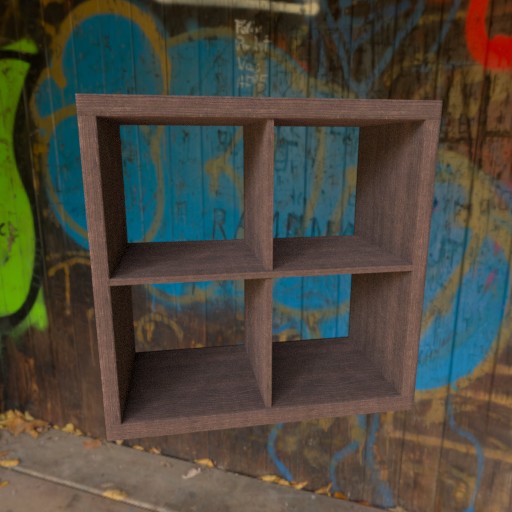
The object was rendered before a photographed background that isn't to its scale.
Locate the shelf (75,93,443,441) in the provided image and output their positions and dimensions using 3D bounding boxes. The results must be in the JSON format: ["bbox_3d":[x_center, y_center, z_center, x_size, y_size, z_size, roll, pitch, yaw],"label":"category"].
[{"bbox_3d":[0.000,0.000,1.219,0.790,0.786,0.390,-2,14,-10],"label":"shelf"}]
